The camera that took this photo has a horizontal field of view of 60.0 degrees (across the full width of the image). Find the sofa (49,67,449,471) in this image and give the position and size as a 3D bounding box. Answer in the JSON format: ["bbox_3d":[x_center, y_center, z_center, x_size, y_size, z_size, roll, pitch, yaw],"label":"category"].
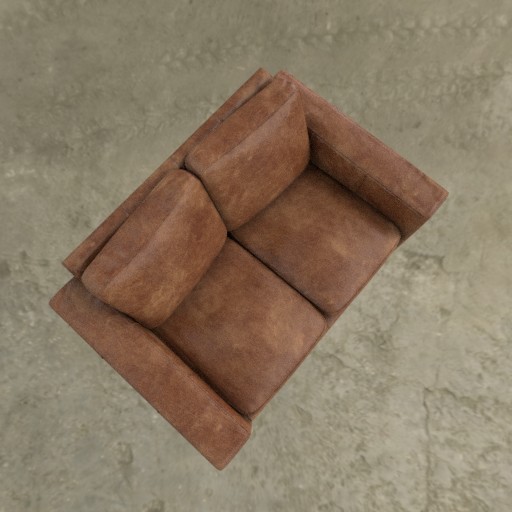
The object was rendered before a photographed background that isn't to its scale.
[{"bbox_3d":[0.000,0.000,2.180,1.041,0.889,1.626,40,79,10],"label":"sofa"}]
